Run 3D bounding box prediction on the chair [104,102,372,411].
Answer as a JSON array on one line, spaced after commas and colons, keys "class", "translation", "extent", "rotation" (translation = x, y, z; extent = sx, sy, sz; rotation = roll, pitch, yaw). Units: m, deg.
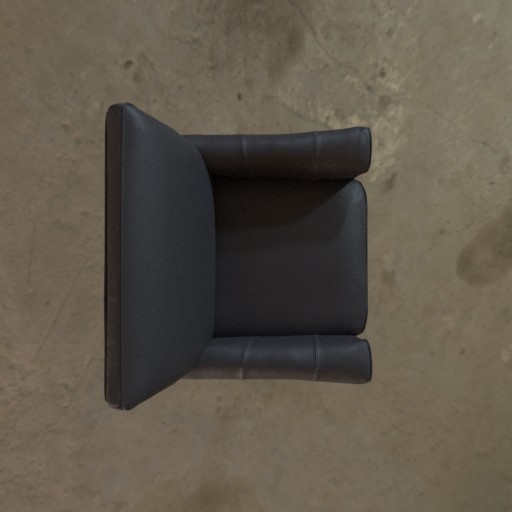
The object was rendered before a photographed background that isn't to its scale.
[{"class": "chair", "translation": [0.000, 0.000, 1.629], "extent": [0.825, 0.943, 0.870], "rotation": [0, 90, -1]}]
